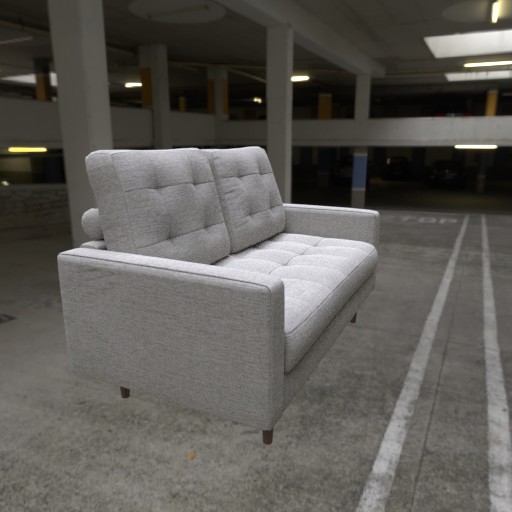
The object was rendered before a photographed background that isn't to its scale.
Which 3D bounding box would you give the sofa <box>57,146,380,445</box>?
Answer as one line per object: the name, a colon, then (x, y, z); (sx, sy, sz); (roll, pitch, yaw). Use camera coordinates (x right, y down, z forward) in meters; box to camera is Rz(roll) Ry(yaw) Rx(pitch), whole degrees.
sofa: (0.000, 0.000, 1.920); (0.842, 0.907, 1.407); (7, 16, 25)
